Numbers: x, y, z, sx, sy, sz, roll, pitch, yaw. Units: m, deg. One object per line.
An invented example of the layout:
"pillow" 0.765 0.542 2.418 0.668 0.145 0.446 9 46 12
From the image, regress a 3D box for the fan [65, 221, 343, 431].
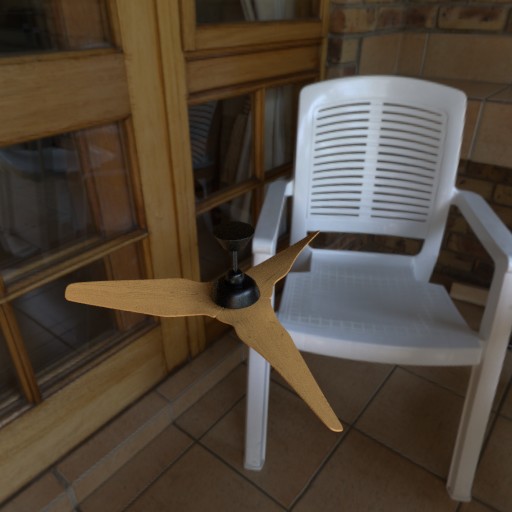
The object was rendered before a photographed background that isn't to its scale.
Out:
"fan" 0.000 0.000 1.714 1.142 0.355 1.010 18 35 28
